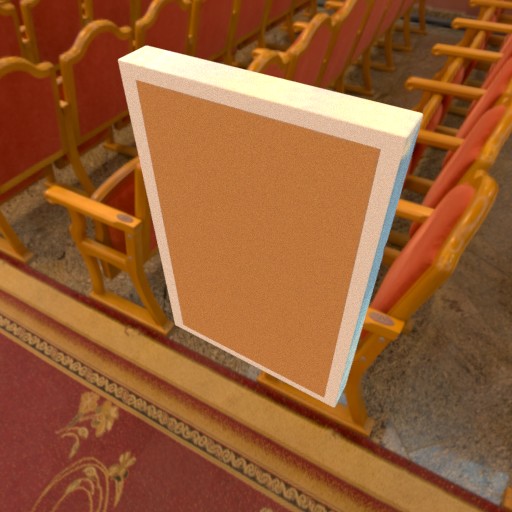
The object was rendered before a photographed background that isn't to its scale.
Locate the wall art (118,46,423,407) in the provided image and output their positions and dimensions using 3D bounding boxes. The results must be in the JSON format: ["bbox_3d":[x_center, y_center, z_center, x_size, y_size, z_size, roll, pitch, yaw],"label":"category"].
[{"bbox_3d":[0.000,0.000,0.478,0.251,0.380,0.039,23,49,21],"label":"wall art"}]
